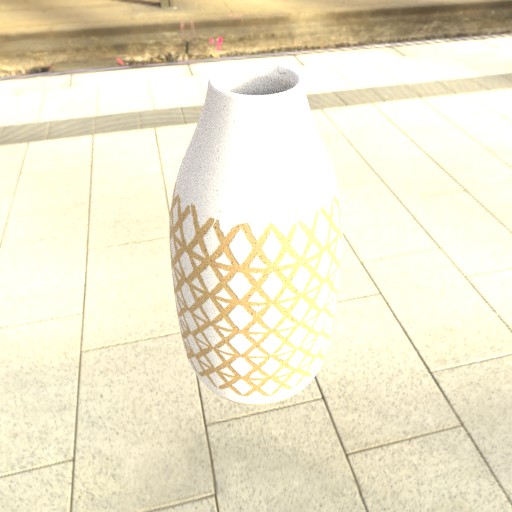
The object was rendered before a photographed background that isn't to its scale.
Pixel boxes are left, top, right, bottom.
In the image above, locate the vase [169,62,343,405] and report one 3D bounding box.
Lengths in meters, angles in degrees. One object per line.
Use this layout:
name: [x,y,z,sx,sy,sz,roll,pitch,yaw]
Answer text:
vase: [0.000,0.000,0.478,0.186,0.380,0.186,0,42,0]
